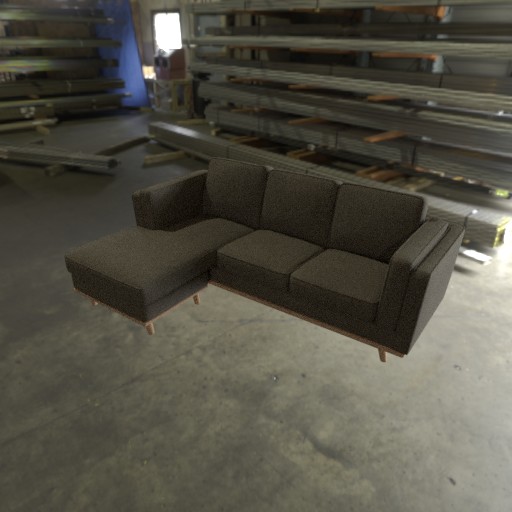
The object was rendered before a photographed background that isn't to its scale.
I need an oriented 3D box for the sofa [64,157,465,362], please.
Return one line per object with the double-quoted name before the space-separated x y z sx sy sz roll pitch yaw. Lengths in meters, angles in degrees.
"sofa" 0.000 0.000 3.175 2.411 0.929 1.604 18 32 31
